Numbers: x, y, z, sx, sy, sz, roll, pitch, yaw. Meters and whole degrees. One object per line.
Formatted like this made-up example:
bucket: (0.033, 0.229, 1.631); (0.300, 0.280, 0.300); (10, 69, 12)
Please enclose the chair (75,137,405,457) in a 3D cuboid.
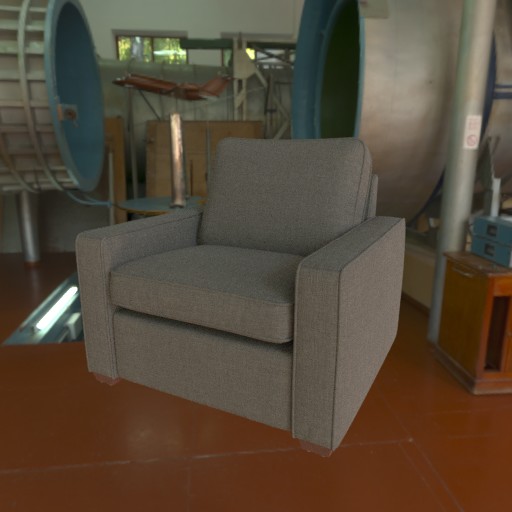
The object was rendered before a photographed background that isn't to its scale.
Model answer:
chair: (0.000, 0.000, 1.766); (1.017, 0.919, 0.940); (8, 16, 27)
